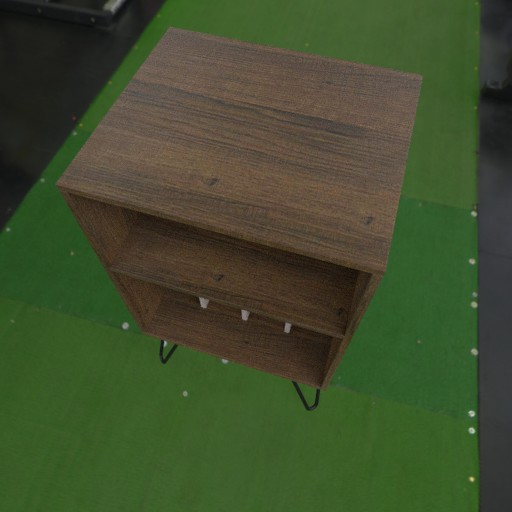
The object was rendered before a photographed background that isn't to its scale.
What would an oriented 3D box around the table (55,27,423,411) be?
[{"bbox_3d":[0.000,0.000,1.135,0.526,0.866,0.457,15,60,9],"label":"table"}]
